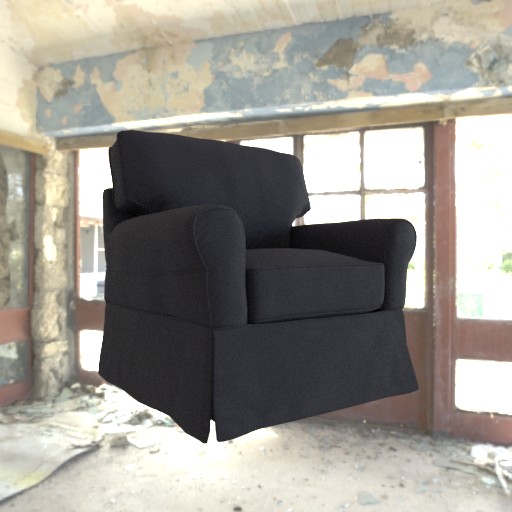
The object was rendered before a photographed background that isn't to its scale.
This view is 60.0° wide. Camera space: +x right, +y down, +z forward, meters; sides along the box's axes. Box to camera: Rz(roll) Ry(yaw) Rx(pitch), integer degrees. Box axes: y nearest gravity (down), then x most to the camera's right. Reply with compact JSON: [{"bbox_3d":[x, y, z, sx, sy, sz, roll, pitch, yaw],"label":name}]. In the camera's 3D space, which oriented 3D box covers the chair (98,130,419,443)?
[{"bbox_3d":[0.000,0.000,1.949,1.119,1.140,1.002,0,0,-34],"label":"chair"}]
